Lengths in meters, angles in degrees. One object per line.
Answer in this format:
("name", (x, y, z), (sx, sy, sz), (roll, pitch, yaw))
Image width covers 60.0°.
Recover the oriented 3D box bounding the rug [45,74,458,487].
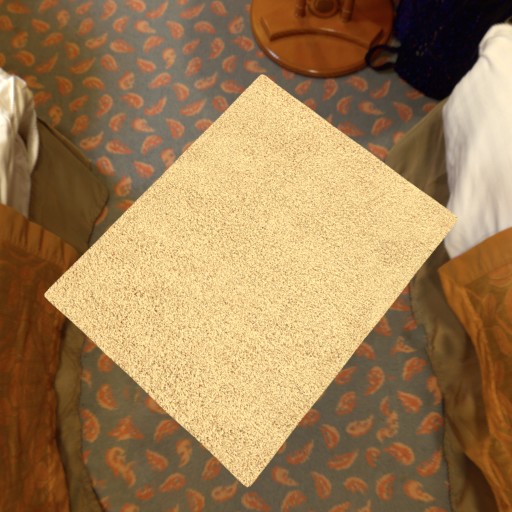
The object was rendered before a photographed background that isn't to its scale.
("rug", (0.000, 0.000, 4.085), (2.438, 0.029, 3.047), (40, 79, 10))
